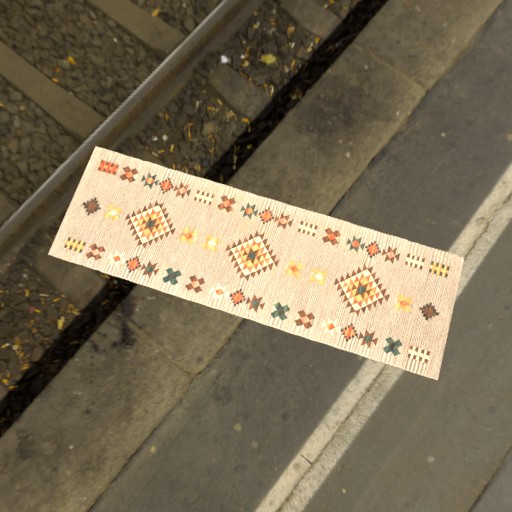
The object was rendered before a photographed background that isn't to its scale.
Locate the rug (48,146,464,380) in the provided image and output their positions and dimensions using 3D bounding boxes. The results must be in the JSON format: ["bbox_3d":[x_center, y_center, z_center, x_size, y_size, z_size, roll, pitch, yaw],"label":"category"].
[{"bbox_3d":[0.000,0.000,2.713,2.432,0.008,0.766,17,77,4],"label":"rug"}]
